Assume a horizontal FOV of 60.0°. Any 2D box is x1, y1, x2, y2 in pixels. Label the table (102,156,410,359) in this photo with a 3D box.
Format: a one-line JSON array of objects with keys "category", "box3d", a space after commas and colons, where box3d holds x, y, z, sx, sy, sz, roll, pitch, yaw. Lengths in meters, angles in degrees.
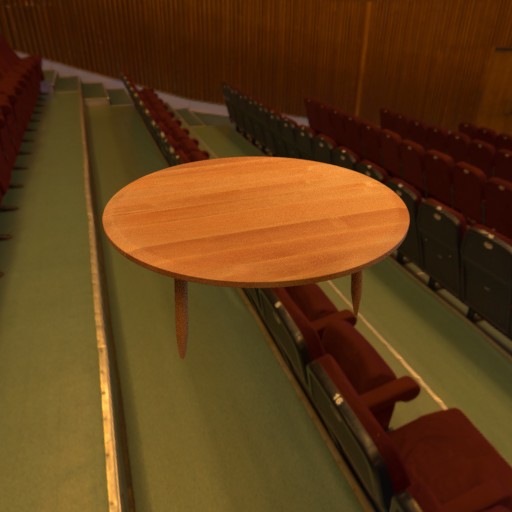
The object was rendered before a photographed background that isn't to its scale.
[{"category": "table", "box3d": [0.000, 0.000, 1.452, 0.900, 0.400, 0.900, 0, 30, 0]}]
